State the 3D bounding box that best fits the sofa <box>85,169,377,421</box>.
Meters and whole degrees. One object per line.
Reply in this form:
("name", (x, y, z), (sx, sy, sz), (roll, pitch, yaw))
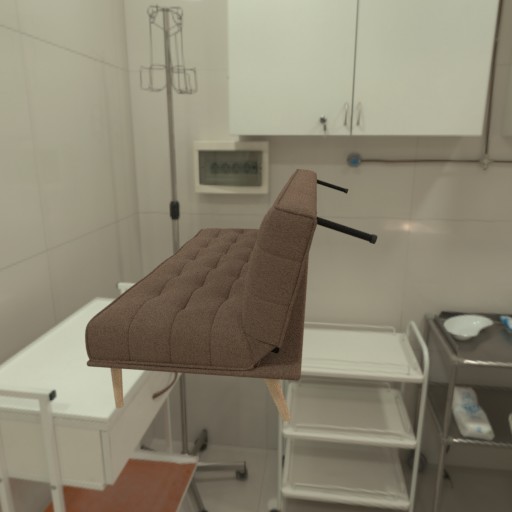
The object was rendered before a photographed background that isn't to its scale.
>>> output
("sofa", (0.000, 0.000, 2.369), (1.038, 0.810, 1.820), (2, 15, 7))
